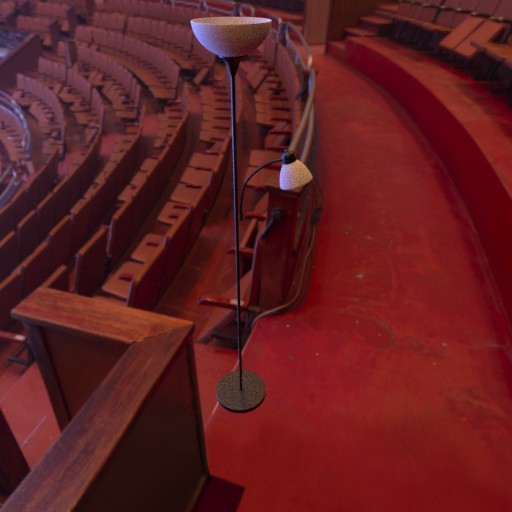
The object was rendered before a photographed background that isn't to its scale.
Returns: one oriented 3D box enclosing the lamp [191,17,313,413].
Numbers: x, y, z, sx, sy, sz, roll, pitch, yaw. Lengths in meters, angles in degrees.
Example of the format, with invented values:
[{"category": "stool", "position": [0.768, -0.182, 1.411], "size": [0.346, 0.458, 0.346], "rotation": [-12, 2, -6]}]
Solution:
[{"category": "lamp", "position": [0.000, 0.000, 1.921], "size": [0.442, 1.804, 0.279], "rotation": [10, 34, 15]}]
